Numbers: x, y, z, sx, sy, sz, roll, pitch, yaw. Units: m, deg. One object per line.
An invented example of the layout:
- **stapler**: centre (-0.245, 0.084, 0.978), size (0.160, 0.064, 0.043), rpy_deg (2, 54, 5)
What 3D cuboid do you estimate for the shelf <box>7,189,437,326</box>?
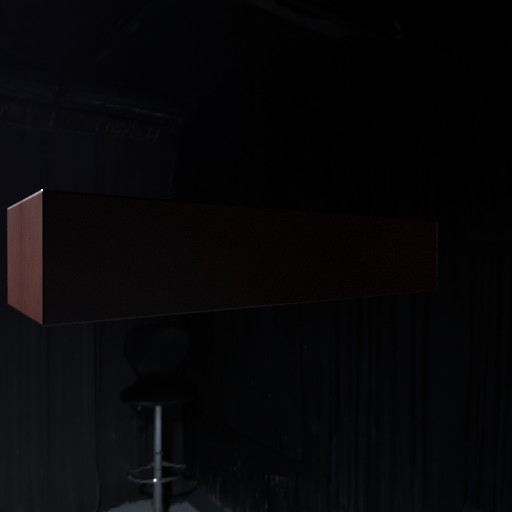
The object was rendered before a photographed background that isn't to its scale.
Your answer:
- **shelf**: centre (0.000, 0.000, 0.484), size (0.457, 0.088, 0.152), rpy_deg (0, 0, -37)
